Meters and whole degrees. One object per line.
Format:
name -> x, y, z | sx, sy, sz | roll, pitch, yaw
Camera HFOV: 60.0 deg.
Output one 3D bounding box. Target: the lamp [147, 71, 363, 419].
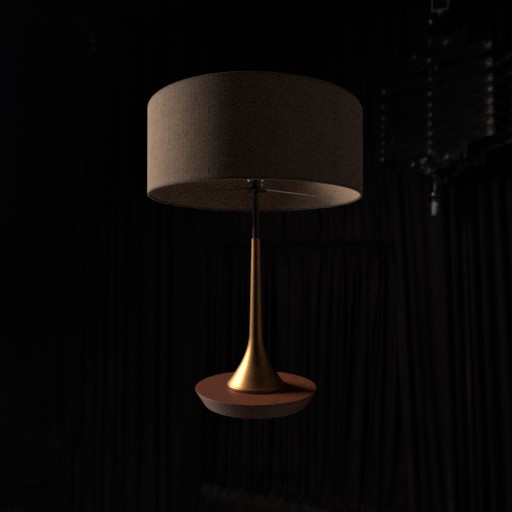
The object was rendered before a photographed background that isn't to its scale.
lamp -> 0.000, 0.000, 0.844 | 0.396, 0.551, 0.417 | 0, -1, 19
